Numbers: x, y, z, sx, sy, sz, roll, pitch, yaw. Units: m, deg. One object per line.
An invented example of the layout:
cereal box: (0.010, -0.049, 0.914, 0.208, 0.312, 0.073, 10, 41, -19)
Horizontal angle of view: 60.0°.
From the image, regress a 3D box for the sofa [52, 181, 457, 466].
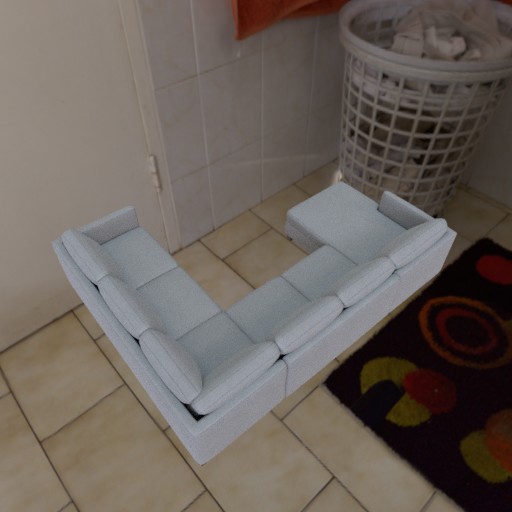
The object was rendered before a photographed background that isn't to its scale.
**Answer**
sofa: (0.000, 0.000, 4.612, 3.238, 0.853, 2.551, -31, 54, -26)
